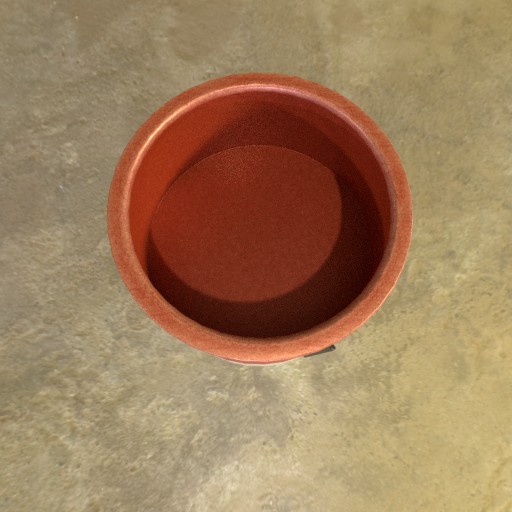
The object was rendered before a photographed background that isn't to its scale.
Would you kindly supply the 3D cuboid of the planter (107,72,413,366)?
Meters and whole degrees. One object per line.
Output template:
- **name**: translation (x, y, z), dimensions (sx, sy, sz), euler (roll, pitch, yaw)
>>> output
- **planter**: translation (0.000, 0.000, 0.716), dimensions (0.354, 0.465, 0.345), euler (-2, 76, -1)
